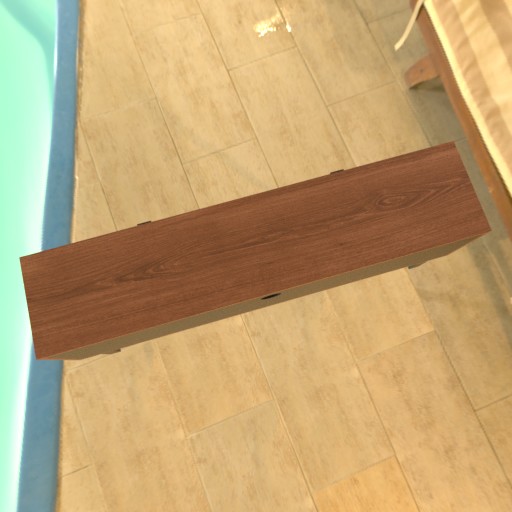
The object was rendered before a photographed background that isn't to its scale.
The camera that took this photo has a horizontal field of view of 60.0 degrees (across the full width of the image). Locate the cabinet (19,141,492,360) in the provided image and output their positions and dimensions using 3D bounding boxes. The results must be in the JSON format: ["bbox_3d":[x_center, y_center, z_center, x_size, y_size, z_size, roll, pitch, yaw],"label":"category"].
[{"bbox_3d":[0.000,0.000,1.829,1.650,0.500,0.400,-15,77,-4],"label":"cabinet"}]
